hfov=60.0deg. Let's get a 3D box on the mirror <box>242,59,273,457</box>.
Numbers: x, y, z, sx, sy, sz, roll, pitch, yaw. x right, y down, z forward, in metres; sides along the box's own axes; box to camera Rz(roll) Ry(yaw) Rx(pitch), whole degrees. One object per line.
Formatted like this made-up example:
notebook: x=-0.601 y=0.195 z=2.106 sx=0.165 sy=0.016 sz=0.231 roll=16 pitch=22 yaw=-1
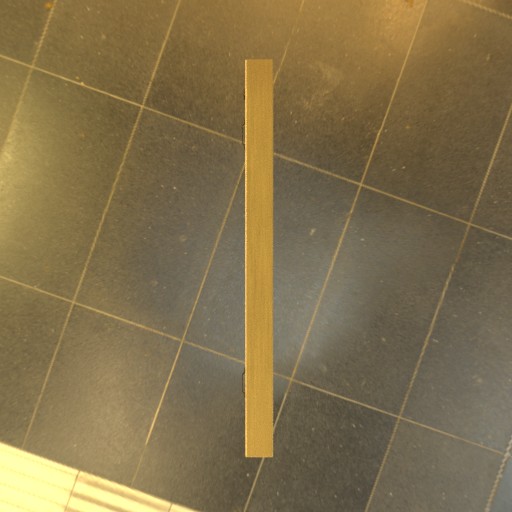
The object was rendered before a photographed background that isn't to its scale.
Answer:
mirror: x=0.000 y=0.000 z=0.919 sx=0.040 sy=0.710 sz=0.507 roll=0 pitch=91 yaw=0
